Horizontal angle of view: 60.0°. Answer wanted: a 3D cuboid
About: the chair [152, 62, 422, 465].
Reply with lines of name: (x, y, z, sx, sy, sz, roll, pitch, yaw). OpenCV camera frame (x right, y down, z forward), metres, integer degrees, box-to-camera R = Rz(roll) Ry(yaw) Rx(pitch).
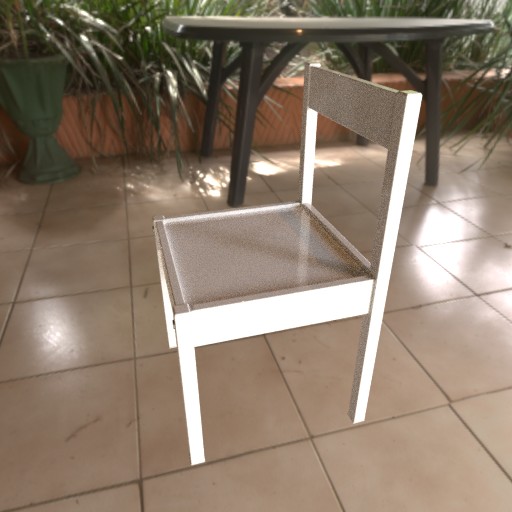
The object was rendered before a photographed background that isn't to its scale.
chair: (0.000, 0.000, 0.674, 0.285, 0.505, 0.285, -8, 31, -14)
